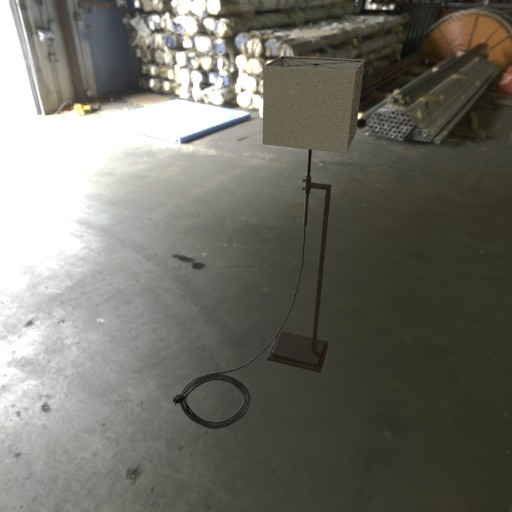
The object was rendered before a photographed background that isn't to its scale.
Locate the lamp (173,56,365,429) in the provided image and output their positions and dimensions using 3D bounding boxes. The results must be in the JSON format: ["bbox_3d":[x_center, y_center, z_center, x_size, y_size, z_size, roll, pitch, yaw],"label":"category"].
[{"bbox_3d":[0.000,0.000,2.046,0.698,1.600,0.774,10,33,15],"label":"lamp"}]
